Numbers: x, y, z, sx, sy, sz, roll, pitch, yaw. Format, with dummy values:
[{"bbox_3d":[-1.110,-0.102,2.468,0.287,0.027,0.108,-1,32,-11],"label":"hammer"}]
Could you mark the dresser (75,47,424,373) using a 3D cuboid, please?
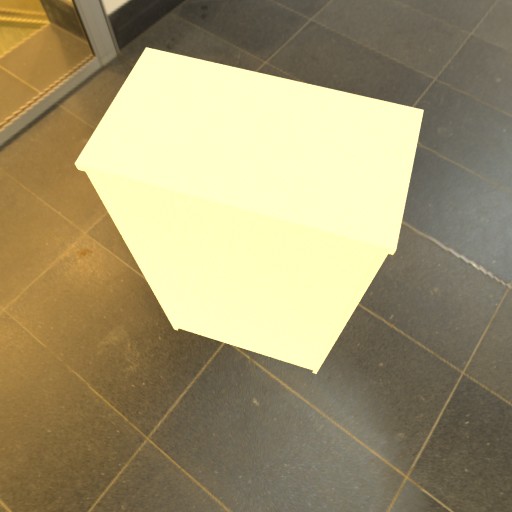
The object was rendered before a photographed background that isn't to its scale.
[{"bbox_3d":[0.000,0.000,1.566,0.704,1.255,0.399,16,65,8],"label":"dresser"}]
